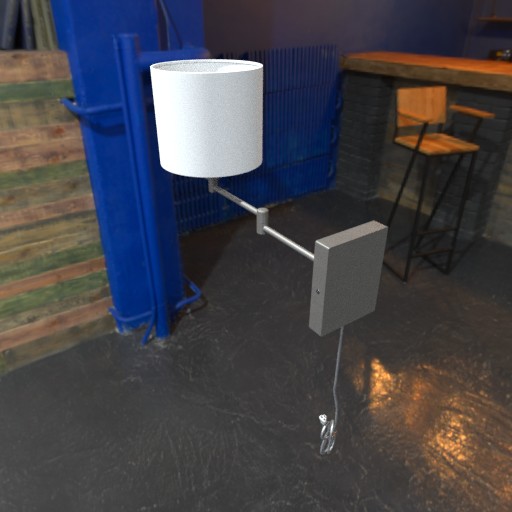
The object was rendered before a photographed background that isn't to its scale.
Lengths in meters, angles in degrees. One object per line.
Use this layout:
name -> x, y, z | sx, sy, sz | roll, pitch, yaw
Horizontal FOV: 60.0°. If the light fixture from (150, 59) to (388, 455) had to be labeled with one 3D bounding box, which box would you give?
light fixture -> 0.000, 0.000, 0.855 | 0.203, 0.651, 0.516 | -19, 34, -30
